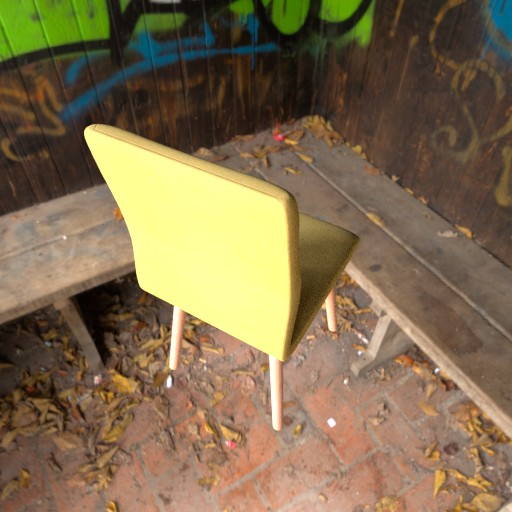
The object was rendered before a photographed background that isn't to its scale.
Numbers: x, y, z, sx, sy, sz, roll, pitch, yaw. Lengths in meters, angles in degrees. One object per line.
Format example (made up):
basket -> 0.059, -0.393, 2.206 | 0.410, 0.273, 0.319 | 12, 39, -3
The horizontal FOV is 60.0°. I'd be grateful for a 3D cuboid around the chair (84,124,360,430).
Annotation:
chair -> 0.000, 0.000, 1.265 | 0.450, 0.965, 0.550 | 23, 51, 20
